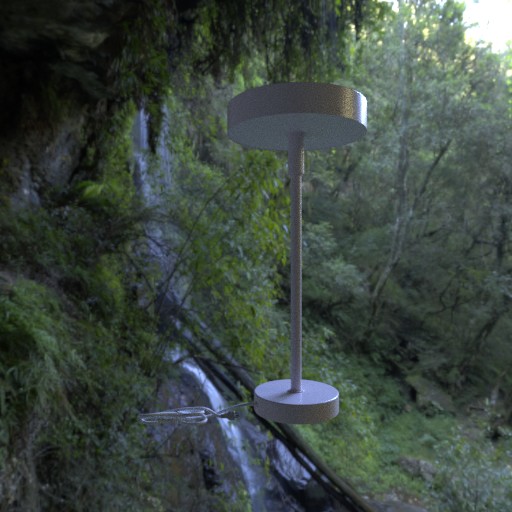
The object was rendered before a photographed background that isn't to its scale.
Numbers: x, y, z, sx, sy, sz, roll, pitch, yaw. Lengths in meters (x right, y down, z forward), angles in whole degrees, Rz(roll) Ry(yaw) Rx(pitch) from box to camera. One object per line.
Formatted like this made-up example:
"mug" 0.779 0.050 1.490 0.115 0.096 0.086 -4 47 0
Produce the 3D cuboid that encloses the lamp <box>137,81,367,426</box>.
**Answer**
"lamp" 0.000 0.000 0.714 0.369 0.508 0.229 0 0 -19
